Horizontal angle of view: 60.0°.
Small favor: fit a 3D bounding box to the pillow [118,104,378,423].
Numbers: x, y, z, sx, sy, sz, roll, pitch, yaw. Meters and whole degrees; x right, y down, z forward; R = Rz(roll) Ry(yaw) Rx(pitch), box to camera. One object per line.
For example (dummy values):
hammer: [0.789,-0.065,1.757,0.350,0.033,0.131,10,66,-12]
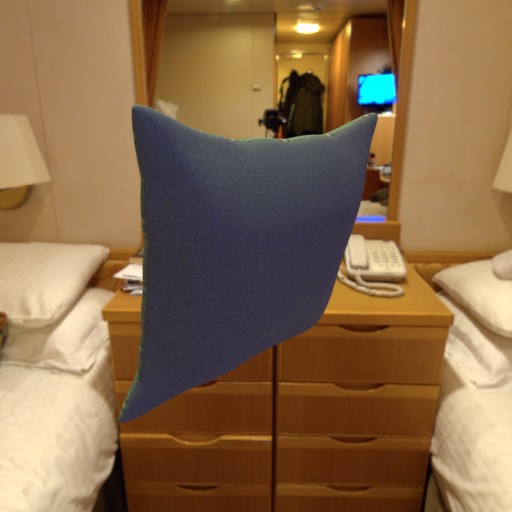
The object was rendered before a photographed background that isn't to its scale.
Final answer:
pillow: [0.000,0.000,0.686,0.453,0.430,0.200,-16,23,-42]
